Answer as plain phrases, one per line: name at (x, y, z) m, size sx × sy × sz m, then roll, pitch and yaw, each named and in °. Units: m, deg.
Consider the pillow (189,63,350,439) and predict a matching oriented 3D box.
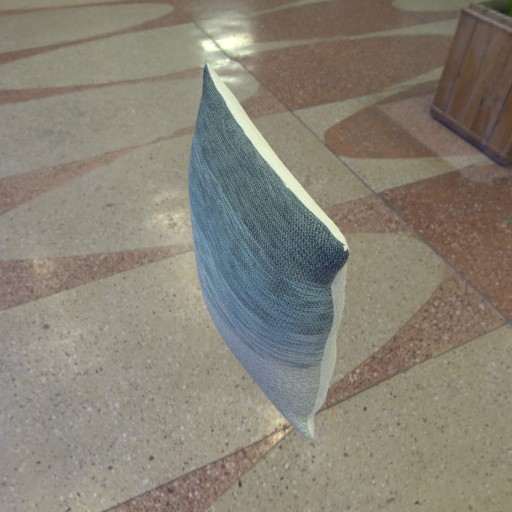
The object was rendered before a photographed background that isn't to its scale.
pillow at (0.000, 0.000, 0.692) m, size 0.182 × 0.441 × 0.440 m, roll -16°, pitch 48°, yaw -15°
